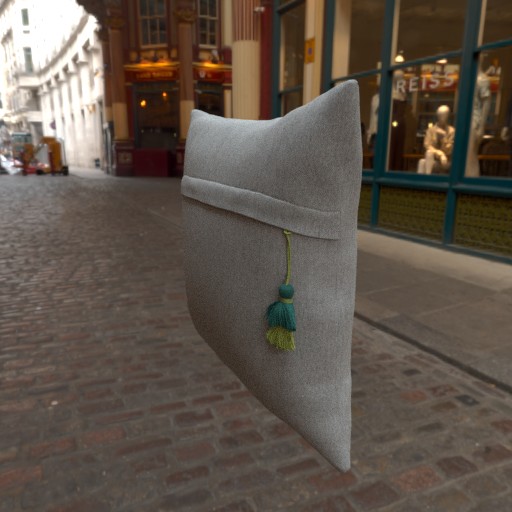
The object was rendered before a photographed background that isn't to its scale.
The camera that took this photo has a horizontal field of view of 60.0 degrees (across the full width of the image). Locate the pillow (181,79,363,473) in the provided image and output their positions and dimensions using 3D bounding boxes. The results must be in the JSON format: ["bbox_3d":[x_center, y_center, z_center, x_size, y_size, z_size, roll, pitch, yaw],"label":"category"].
[{"bbox_3d":[0.000,0.000,0.652,0.173,0.436,0.433,-7,16,-27],"label":"pillow"}]
